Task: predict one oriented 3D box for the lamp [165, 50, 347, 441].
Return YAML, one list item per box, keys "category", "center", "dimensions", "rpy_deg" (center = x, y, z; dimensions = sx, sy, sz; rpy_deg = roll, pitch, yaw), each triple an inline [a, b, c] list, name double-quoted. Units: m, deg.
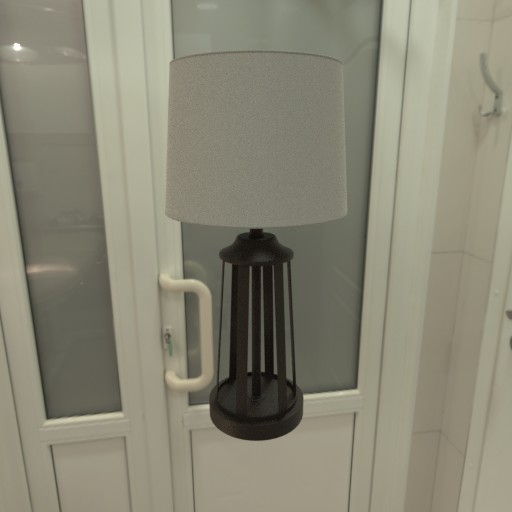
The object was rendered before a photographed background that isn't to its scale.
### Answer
- category: "lamp"
  center: [0.000, 0.000, 0.639]
  dimensions: [0.251, 0.509, 0.251]
  rpy_deg: [0, 15, 0]
